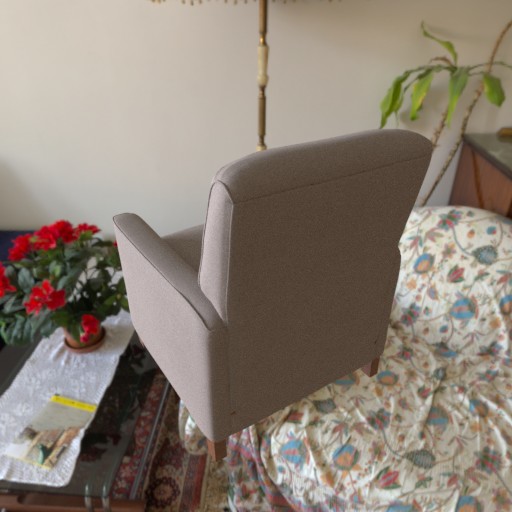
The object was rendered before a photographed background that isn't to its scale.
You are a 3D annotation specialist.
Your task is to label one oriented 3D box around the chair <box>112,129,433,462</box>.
[{"bbox_3d":[0.000,0.000,1.639,0.845,1.023,0.859,-18,35,-28],"label":"chair"}]
